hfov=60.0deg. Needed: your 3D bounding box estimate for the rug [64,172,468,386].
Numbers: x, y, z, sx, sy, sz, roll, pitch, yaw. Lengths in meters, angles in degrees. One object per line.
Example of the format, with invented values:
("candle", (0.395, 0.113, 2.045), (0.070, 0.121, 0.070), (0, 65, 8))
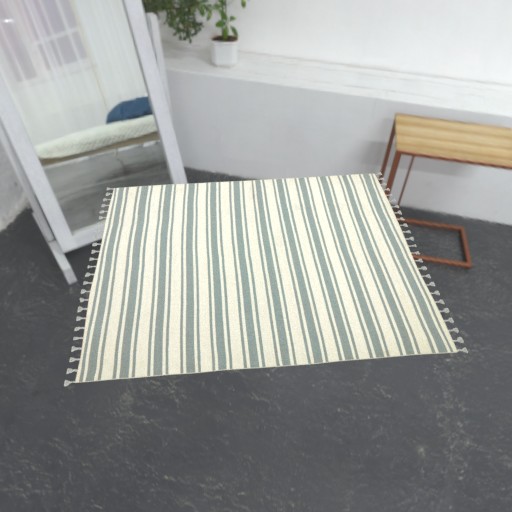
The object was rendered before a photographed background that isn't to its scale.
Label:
("rug", (0.000, 0.000, 4.273), (3.201, 0.005, 2.439), (-4, 46, -4))
